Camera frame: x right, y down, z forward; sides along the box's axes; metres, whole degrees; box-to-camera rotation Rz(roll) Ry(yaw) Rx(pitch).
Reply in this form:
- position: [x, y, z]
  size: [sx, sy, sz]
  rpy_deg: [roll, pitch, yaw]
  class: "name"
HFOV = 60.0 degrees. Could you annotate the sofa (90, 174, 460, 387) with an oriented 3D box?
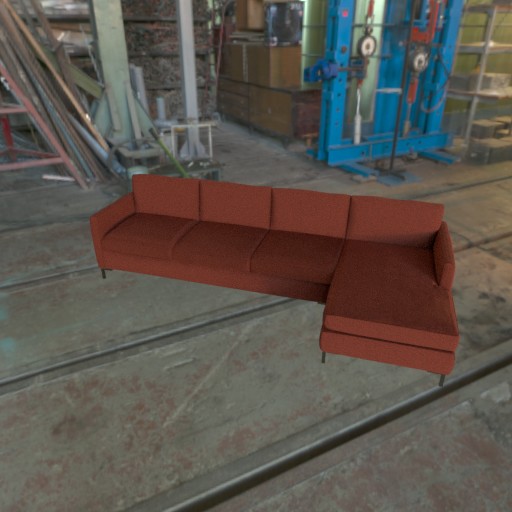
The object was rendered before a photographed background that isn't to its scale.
- position: [0.000, 0.000, 3.530]
  size: [2.932, 0.810, 1.350]
  rpy_deg: [8, 29, 15]
  class: "sofa"
